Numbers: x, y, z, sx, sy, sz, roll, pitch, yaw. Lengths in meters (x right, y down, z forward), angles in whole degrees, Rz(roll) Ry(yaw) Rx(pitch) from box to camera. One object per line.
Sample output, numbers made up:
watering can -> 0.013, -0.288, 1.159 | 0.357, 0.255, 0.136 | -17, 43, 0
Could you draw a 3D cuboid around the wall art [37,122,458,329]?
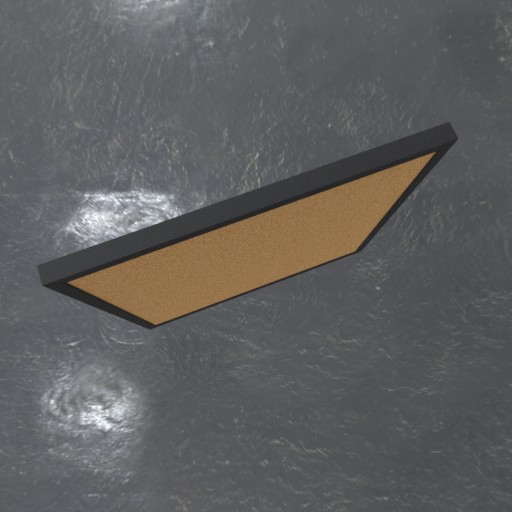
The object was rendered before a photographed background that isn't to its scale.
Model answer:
wall art -> 0.000, 0.000, 1.132 | 0.763, 0.763, 0.037 | -20, 76, -5
